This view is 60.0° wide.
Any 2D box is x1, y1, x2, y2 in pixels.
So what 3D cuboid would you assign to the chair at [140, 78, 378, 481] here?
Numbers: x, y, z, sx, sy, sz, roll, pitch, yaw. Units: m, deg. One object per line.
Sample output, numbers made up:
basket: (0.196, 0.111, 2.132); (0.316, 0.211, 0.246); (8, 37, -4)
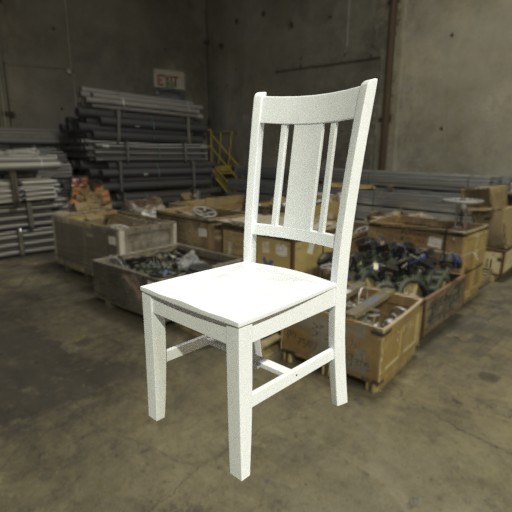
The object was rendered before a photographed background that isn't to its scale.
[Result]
chair: (0.000, 0.000, 1.316); (0.450, 0.998, 0.555); (12, 18, 42)
